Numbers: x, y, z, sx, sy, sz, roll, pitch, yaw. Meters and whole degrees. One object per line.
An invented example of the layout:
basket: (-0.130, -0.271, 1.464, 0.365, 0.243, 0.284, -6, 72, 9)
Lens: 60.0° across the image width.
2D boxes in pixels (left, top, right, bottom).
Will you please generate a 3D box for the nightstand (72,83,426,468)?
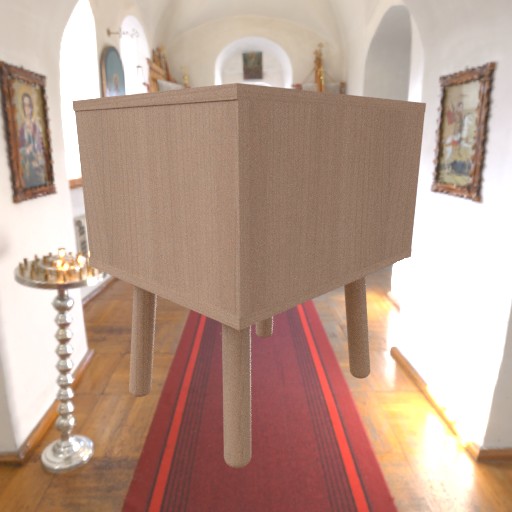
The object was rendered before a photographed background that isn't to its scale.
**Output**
nightstand: (0.000, 0.000, 0.806, 0.380, 0.530, 0.450, 15, 21, 42)
